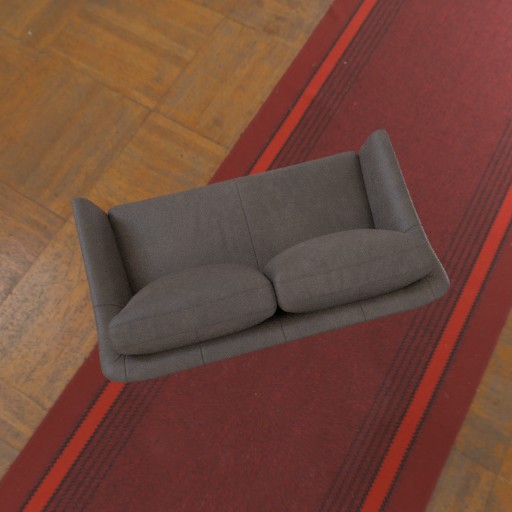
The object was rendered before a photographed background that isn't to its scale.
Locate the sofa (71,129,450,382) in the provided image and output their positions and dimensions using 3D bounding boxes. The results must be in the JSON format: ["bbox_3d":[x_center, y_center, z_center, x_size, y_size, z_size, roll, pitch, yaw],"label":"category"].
[{"bbox_3d":[0.000,0.000,2.213,1.619,0.902,0.960,-14,73,-4],"label":"sofa"}]
